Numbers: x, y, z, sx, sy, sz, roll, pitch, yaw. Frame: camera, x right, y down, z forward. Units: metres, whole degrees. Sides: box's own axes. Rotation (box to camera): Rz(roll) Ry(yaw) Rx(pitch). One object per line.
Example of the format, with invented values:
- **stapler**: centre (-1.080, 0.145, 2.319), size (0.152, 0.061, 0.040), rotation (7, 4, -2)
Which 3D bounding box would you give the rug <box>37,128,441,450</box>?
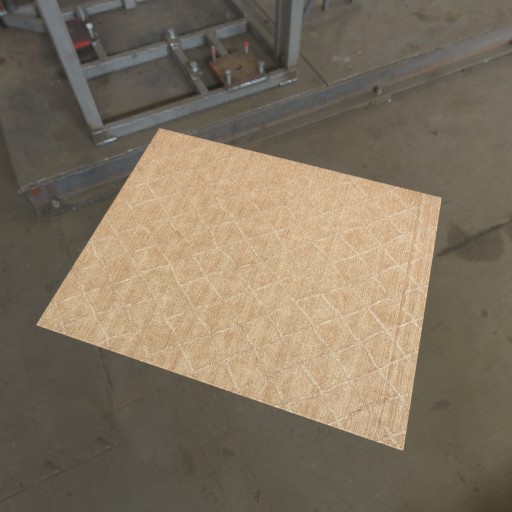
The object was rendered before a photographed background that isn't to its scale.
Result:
- **rug**: centre (0.000, 0.000, 4.022), size (3.039, 0.019, 2.420), rotation (16, 60, 9)
